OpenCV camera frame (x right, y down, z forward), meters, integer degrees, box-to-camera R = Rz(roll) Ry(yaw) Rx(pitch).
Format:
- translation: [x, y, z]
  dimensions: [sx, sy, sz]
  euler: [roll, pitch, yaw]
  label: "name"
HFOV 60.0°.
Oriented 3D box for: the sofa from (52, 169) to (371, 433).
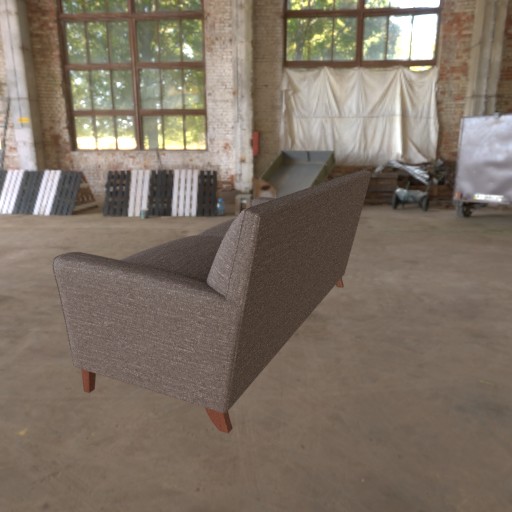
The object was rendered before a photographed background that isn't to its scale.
- translation: [0.000, 0.000, 2.452]
  dimensions: [0.875, 0.846, 1.976]
  euler: [7, 16, 23]
  label: "sofa"
